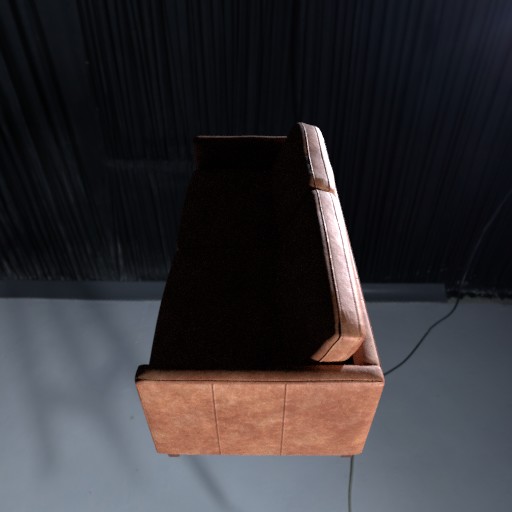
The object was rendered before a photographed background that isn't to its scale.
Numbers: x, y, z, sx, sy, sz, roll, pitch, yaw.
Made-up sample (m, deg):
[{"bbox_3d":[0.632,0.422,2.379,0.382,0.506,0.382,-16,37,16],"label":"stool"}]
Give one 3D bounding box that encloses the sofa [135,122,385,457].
[{"bbox_3d":[0.000,0.000,2.444,0.923,0.863,1.971,0,40,0],"label":"sofa"}]
